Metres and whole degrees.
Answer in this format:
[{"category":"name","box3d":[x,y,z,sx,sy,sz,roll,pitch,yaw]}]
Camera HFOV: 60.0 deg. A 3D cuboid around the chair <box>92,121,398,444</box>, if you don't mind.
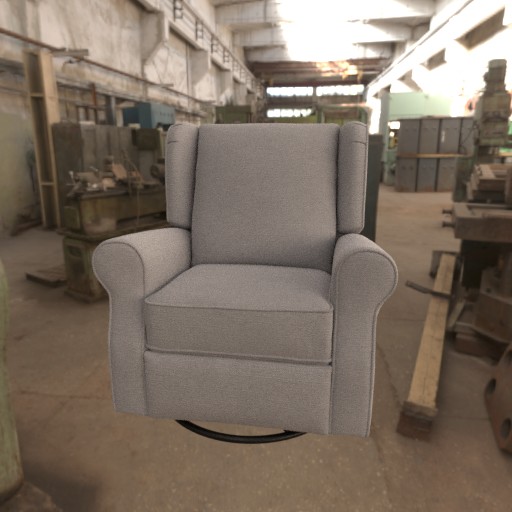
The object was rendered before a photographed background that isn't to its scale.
[{"category":"chair","box3d":[0.000,0.000,1.634,0.906,0.966,0.854,2,15,9]}]
